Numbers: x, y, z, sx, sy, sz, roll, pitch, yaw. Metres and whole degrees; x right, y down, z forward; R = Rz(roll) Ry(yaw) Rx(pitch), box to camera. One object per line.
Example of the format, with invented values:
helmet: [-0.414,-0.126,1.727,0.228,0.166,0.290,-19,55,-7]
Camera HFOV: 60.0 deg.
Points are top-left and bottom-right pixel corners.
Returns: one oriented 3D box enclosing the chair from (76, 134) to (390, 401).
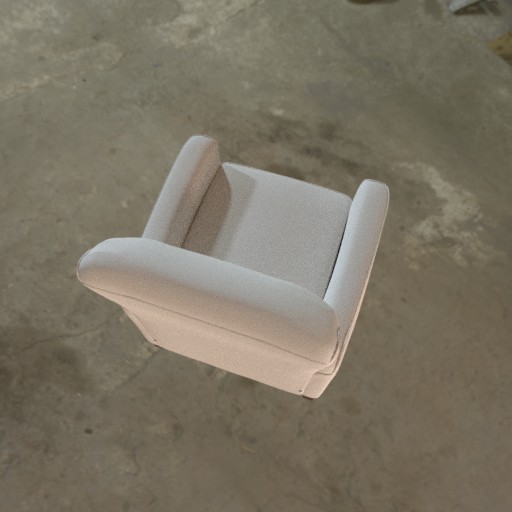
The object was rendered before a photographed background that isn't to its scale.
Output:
chair: [0.000,0.000,1.656,0.841,1.028,0.858,17,64,8]
